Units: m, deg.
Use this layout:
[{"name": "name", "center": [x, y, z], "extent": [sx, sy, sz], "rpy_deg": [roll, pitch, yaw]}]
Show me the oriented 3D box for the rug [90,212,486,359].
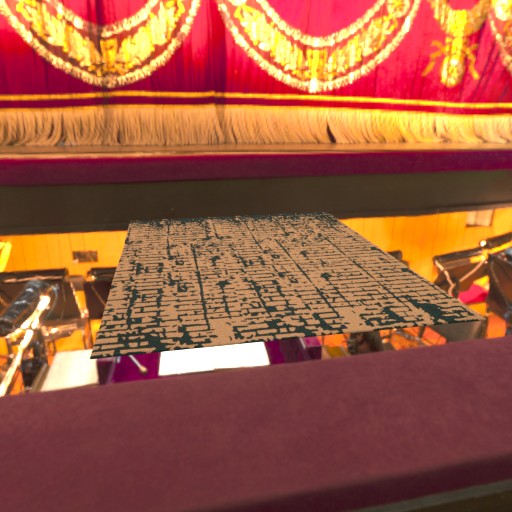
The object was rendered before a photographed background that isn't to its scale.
[{"name": "rug", "center": [0.000, 0.000, 4.013], "extent": [2.416, 0.014, 3.017], "rpy_deg": [-4, 19, -10]}]
